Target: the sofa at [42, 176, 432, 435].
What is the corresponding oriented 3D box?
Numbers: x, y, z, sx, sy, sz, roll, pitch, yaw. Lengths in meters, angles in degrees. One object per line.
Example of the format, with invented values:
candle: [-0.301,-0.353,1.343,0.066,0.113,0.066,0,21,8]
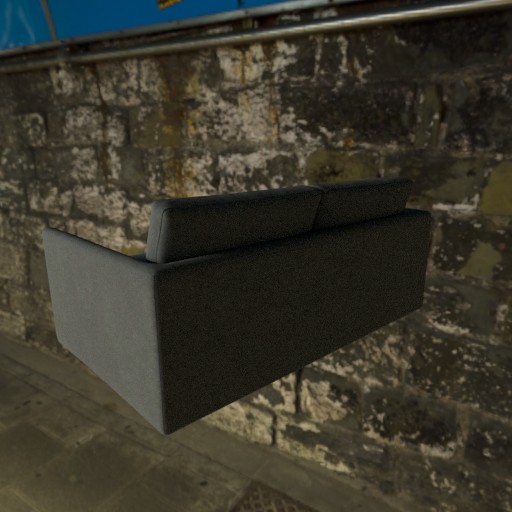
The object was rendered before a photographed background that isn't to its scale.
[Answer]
sofa: [0.000,0.000,2.481,1.909,0.845,1.091,-13,20,-41]
